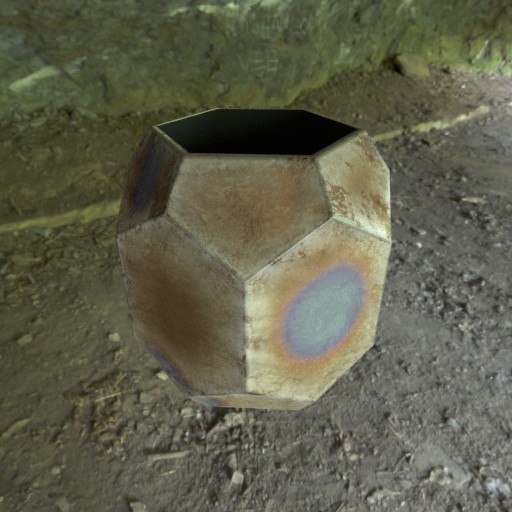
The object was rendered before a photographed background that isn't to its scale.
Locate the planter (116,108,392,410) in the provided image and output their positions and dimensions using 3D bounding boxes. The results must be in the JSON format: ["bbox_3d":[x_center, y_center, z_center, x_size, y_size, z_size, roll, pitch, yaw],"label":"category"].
[{"bbox_3d":[0.000,0.000,0.415,0.221,0.238,0.243,2,30,3],"label":"planter"}]
